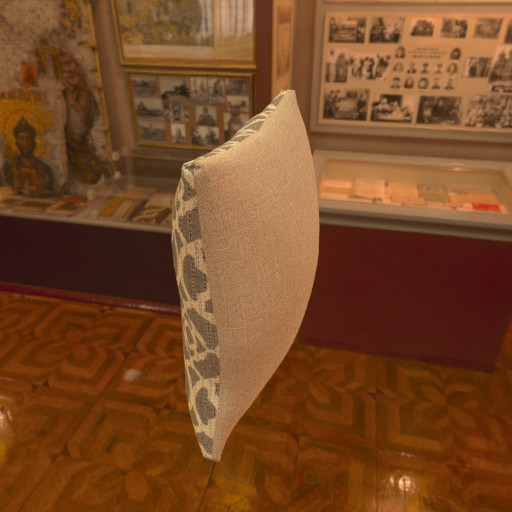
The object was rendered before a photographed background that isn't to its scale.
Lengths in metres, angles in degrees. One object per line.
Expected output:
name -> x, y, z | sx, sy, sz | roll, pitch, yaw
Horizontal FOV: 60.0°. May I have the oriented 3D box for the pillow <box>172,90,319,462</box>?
pillow -> 0.000, 0.000, 0.798 | 0.215, 0.498, 0.508 | 8, 30, 13
